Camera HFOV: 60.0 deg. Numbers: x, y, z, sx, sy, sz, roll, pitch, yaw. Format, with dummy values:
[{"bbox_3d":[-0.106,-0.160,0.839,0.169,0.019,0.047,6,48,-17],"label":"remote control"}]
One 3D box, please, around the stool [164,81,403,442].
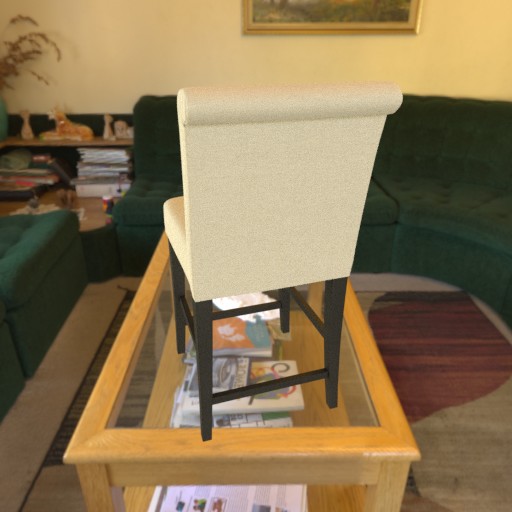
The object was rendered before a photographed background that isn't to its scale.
[{"bbox_3d":[0.000,0.000,1.286,0.452,0.976,0.597,-8,27,-16],"label":"stool"}]
